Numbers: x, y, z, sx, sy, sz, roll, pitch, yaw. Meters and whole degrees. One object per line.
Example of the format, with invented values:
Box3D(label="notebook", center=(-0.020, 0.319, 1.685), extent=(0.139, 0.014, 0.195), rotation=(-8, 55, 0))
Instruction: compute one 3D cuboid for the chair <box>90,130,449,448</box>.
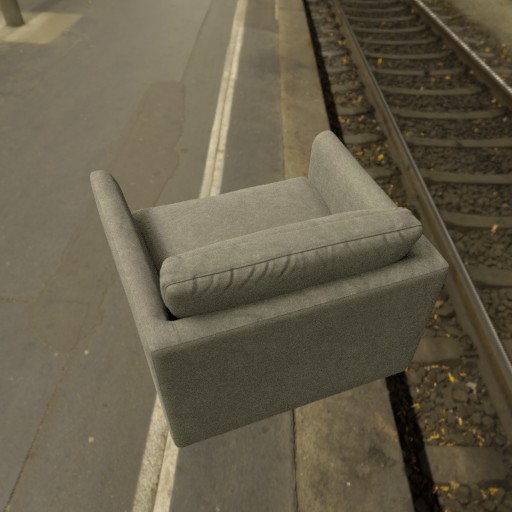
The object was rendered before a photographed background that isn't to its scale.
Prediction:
Box3D(label="chair", center=(0.000, 0.000, 1.911), extent=(1.190, 0.845, 1.091), rotation=(-14, 44, -15))
